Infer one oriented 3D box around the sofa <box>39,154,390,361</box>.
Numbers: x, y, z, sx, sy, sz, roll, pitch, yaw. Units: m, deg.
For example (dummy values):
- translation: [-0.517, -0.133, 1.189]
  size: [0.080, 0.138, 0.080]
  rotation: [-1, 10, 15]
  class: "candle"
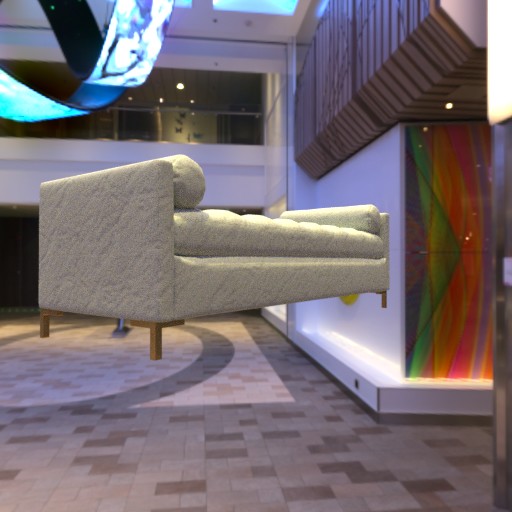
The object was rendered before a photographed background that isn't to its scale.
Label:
- translation: [0.000, 0.000, 2.480]
  size: [0.796, 0.705, 2.102]
  rotation: [-1, -1, 37]
  class: "sofa"
